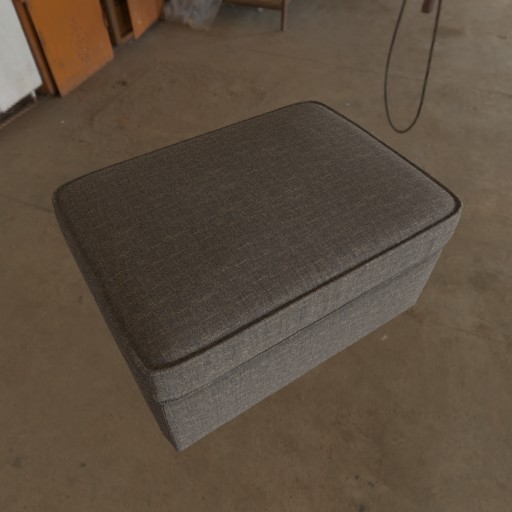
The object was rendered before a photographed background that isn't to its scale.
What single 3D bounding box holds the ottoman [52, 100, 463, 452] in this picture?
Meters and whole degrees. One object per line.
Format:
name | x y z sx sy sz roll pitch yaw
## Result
ottoman | 0.000 0.000 1.071 0.749 0.450 0.549 -26 53 -21
